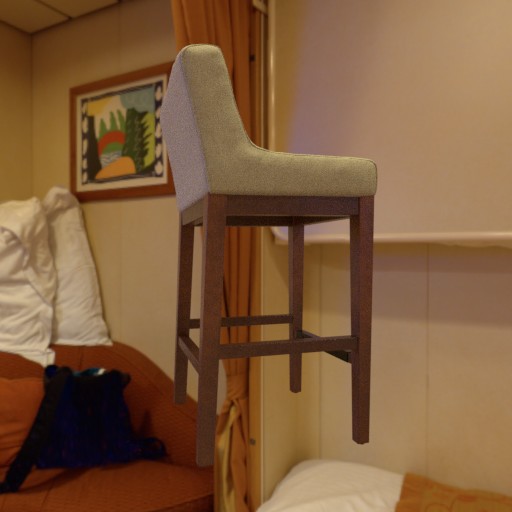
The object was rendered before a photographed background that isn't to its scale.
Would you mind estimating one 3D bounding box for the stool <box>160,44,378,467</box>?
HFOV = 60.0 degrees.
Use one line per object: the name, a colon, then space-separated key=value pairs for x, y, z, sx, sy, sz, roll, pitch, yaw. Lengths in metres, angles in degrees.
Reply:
stool: x=0.000 y=0.000 z=1.250 sx=0.500 sy=0.937 sz=0.511 roll=0 pitch=0 yaw=-17
